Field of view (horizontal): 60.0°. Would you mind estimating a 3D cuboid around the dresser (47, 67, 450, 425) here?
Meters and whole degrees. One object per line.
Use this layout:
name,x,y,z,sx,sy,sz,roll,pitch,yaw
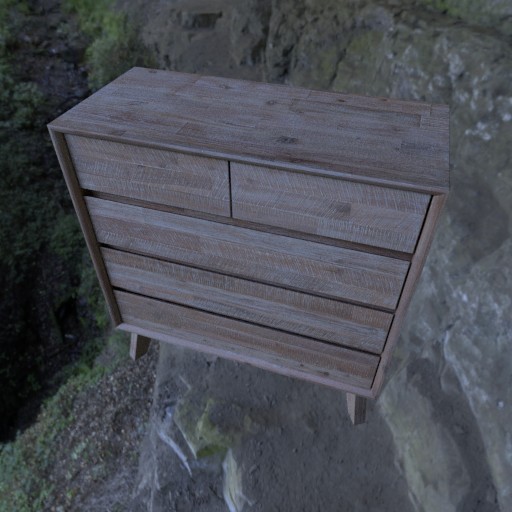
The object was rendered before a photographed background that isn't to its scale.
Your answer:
dresser,0.000,0.000,1.543,0.998,1.029,0.455,12,43,13
